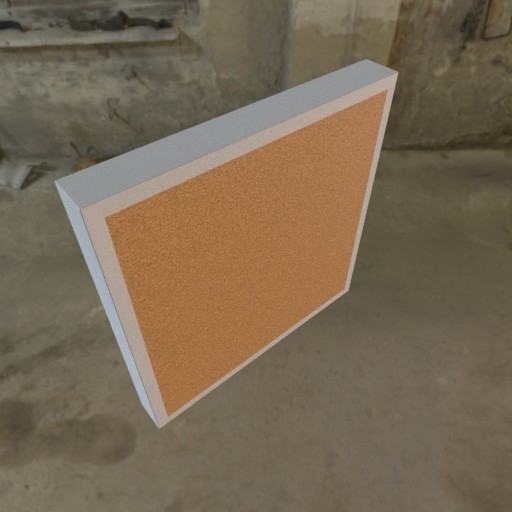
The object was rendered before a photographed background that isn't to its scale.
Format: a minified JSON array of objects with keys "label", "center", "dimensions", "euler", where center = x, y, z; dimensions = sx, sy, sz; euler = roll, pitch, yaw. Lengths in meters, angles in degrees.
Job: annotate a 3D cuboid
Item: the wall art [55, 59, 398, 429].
[{"label":"wall art","center":[0.000,0.000,0.450],"dimensions":[0.305,0.305,0.038],"euler":[-31,53,-27]}]
